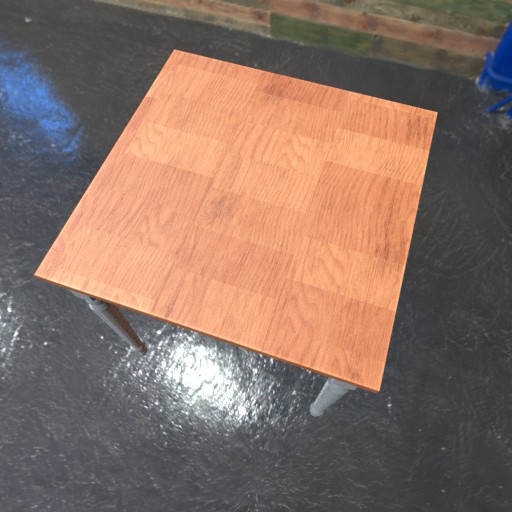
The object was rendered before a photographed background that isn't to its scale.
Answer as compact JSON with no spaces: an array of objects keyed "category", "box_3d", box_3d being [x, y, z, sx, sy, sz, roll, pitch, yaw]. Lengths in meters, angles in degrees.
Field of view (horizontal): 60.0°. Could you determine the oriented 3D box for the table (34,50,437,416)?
[{"category":"table","box_3d":[0.000,0.000,1.378,0.747,0.738,0.747,17,64,8]}]
